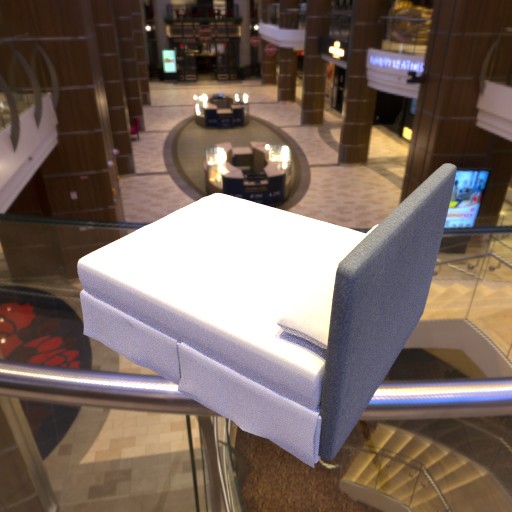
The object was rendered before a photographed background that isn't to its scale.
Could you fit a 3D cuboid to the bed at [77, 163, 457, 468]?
[{"bbox_3d":[0.000,0.000,3.206,2.142,1.330,1.723,19,35,30],"label":"bed"}]
